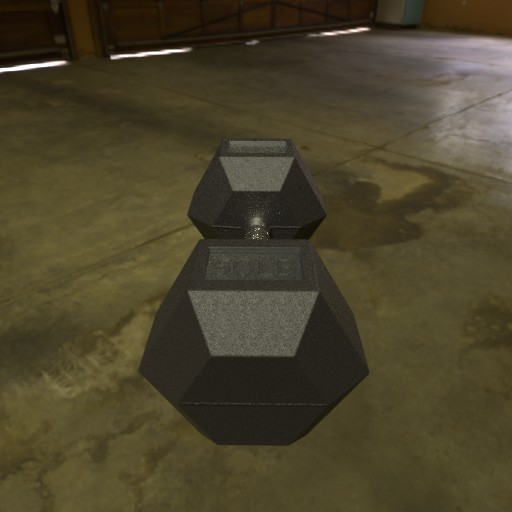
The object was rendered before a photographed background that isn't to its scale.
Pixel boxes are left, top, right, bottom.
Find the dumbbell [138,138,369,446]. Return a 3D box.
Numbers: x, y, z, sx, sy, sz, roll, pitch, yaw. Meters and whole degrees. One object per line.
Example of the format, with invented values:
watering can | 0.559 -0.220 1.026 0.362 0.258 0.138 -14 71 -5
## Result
dumbbell | 0.000 0.000 0.467 0.173 0.150 0.384 0 32 1
